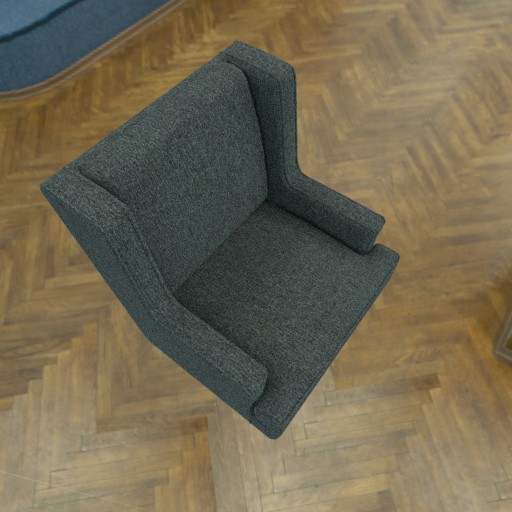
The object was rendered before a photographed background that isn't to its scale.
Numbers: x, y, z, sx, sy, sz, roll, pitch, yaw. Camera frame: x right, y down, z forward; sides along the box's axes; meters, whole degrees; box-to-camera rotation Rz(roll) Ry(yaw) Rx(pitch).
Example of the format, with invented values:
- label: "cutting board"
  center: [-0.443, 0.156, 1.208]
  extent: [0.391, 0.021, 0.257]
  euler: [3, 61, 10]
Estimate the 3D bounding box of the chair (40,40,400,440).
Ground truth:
- label: "chair"
  center: [0.000, 0.000, 1.797]
  extent: [0.927, 1.082, 0.942]
  euler: [33, 63, 19]
